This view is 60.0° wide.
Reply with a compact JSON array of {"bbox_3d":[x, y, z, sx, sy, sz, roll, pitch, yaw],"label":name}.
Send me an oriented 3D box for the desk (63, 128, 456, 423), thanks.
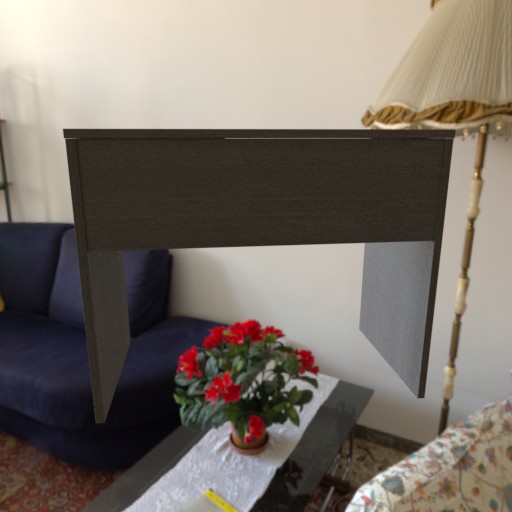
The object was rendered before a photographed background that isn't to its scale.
[{"bbox_3d":[0.000,0.000,1.329,0.893,0.724,0.498,-2,15,-7],"label":"desk"}]
